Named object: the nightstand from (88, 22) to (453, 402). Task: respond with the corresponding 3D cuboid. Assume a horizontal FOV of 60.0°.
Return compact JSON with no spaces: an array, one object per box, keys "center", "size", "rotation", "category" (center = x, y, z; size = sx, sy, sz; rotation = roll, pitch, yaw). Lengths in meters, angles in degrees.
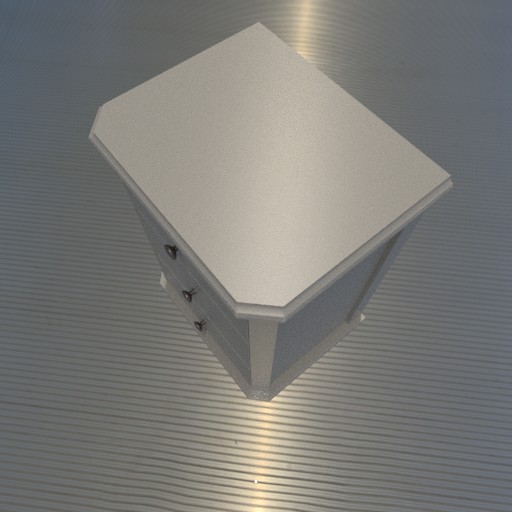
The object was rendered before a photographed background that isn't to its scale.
[{"center":[0.000,0.000,0.926],"size":[0.348,0.680,0.435],"rotation":[-36,68,-17],"category":"nightstand"}]
